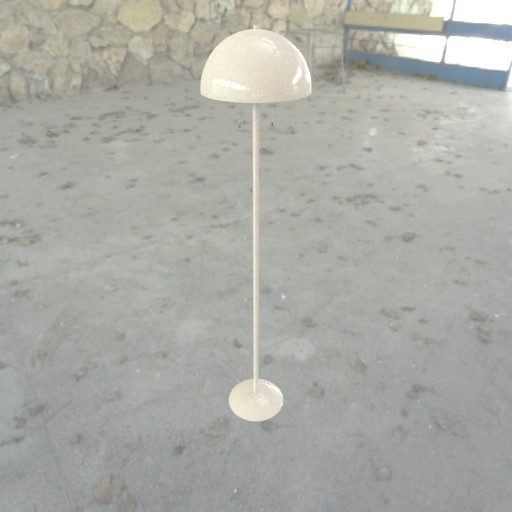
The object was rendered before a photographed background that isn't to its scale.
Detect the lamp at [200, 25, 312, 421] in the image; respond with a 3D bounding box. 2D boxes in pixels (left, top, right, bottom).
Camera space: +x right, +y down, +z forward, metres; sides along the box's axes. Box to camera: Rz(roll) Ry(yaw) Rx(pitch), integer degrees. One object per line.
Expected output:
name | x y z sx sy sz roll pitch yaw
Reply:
lamp | 0.000 0.000 1.601 0.328 1.480 0.328 -19 35 -29
